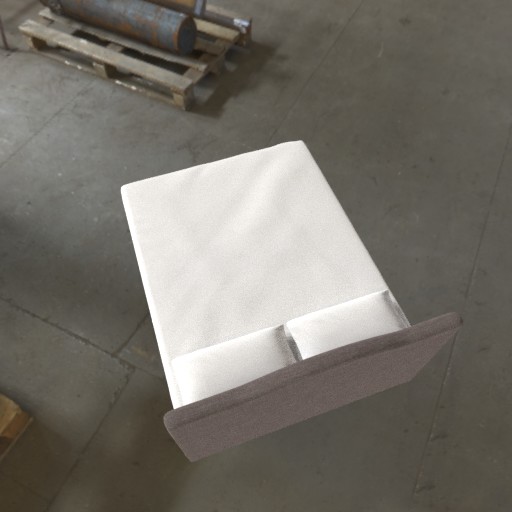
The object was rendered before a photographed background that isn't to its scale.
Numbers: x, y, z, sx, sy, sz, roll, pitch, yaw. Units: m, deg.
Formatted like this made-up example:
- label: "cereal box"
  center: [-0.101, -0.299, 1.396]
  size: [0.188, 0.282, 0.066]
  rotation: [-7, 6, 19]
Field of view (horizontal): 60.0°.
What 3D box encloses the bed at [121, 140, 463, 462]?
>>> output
- label: "bed"
  center: [0.000, 0.000, 3.987]
  size: [2.161, 1.457, 2.689]
  rotation: [-17, 59, -10]
